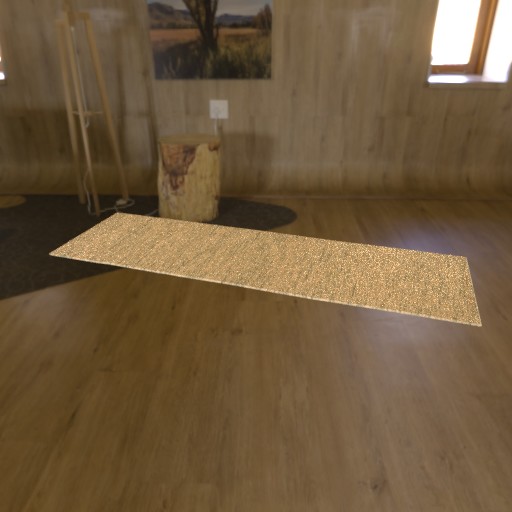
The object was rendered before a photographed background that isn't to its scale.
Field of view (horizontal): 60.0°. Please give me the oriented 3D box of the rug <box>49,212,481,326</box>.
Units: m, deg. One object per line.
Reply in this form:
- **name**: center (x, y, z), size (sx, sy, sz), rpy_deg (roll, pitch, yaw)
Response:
- **rug**: center (0.000, 0.000, 2.540), size (2.290, 0.014, 0.700), rpy_deg (8, 28, 16)
